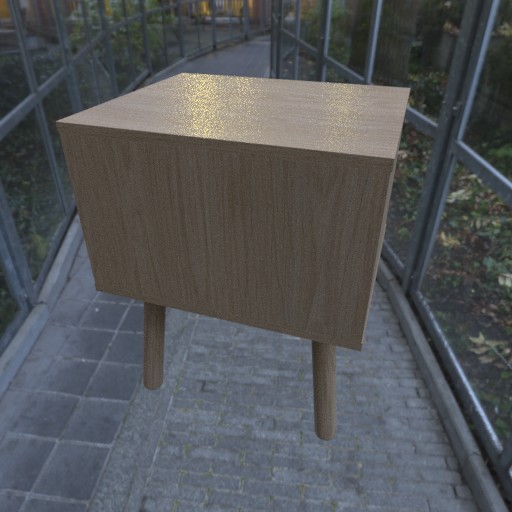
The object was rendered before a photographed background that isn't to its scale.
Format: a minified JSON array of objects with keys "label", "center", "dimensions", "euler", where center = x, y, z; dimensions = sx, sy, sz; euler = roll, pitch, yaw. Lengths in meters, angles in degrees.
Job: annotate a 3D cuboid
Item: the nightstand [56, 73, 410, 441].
[{"label":"nightstand","center":[0.000,0.000,0.850],"dimensions":[0.450,0.571,0.380],"euler":[10,34,16]}]
